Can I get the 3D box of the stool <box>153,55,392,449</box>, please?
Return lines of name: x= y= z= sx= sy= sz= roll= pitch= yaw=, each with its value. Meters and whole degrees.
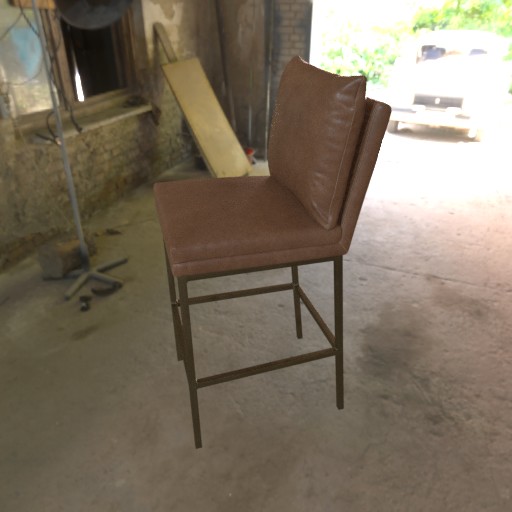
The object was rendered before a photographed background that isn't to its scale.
stool: x=0.000 y=0.000 z=1.418 sx=0.571 sy=1.124 sz=0.463 roll=-8 pitch=31 yaw=-14
